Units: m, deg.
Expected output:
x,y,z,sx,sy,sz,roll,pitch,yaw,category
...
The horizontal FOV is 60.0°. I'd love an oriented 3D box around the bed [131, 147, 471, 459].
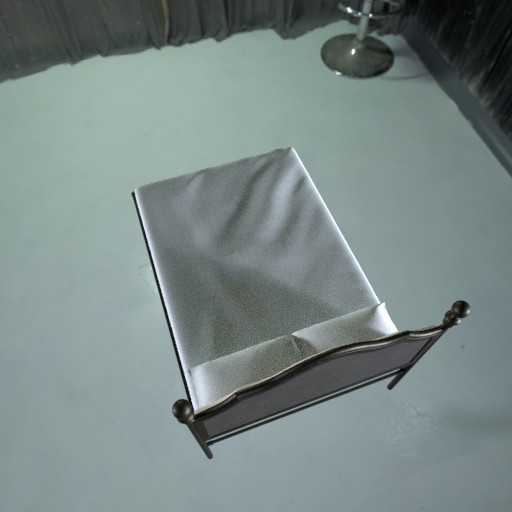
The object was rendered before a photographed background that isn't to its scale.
x,y,z,sx,sy,sz,roll,pitch,yaw,category
0.000,0.000,3.196,1.533,1.462,2.170,-17,60,-10,bed
